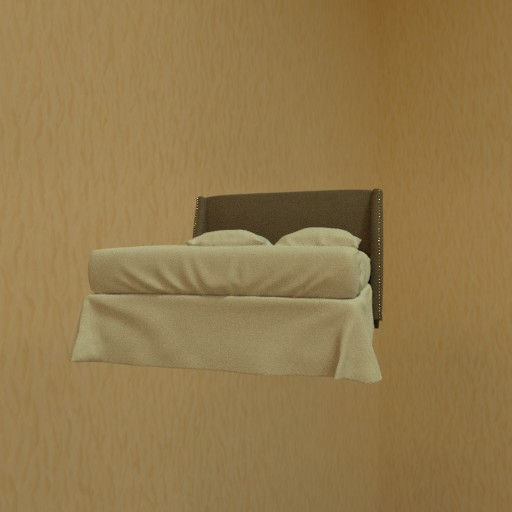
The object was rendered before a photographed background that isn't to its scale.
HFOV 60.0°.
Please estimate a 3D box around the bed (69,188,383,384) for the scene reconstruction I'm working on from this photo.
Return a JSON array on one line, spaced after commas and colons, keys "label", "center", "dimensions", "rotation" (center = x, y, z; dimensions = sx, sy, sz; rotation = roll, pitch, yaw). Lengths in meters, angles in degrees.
[{"label": "bed", "center": [0.000, 0.000, 3.494], "dimensions": [1.925, 1.332, 2.276], "rotation": [0, -1, 16]}]
